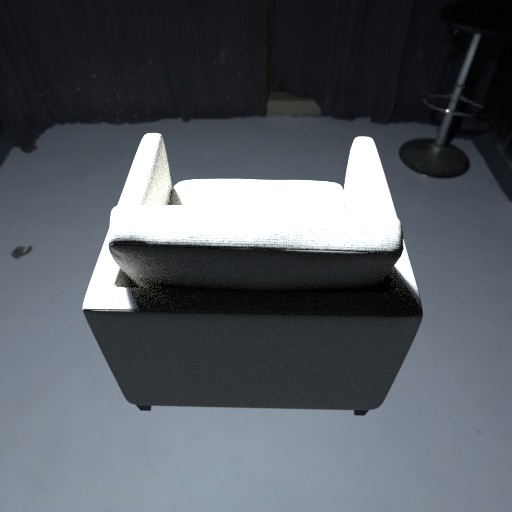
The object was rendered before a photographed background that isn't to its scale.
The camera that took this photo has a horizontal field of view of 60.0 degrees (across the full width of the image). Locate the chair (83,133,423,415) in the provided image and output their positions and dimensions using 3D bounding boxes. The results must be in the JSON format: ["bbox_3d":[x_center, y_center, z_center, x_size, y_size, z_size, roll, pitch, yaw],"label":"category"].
[{"bbox_3d":[0.000,0.000,1.743,0.996,0.919,0.959,1,47,1],"label":"chair"}]
